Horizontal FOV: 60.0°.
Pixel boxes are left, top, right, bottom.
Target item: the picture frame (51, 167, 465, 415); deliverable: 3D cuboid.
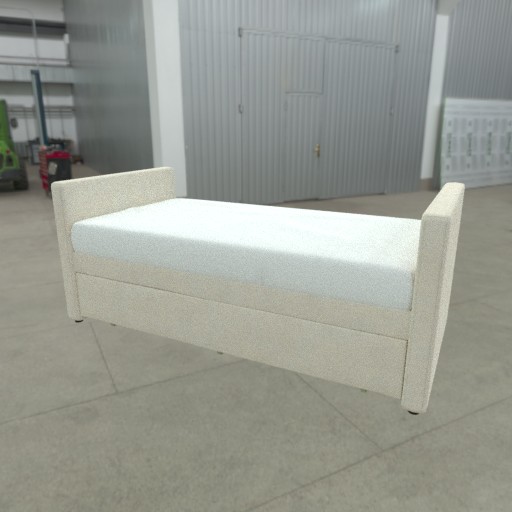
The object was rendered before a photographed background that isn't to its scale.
[{"bbox_3d":[0.000,0.000,2.689,2.161,0.891,1.069,8,19,26],"label":"picture frame"}]
